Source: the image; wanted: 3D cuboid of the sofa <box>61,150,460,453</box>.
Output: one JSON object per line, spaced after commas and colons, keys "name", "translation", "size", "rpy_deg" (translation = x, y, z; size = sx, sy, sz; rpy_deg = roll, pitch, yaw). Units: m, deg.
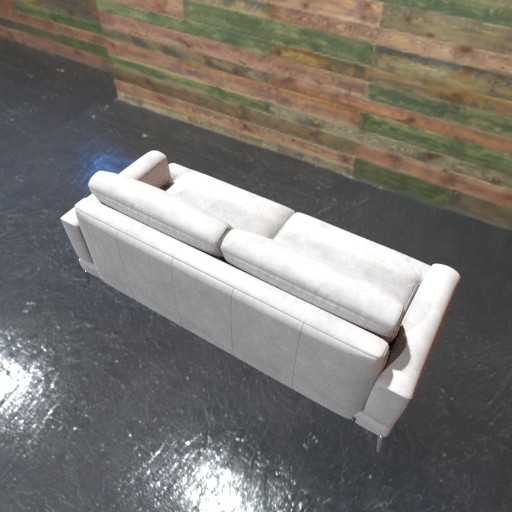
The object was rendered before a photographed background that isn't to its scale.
{"name": "sofa", "translation": [0.000, 0.000, 2.468], "size": [2.013, 0.830, 0.980], "rpy_deg": [25, 52, 21]}
